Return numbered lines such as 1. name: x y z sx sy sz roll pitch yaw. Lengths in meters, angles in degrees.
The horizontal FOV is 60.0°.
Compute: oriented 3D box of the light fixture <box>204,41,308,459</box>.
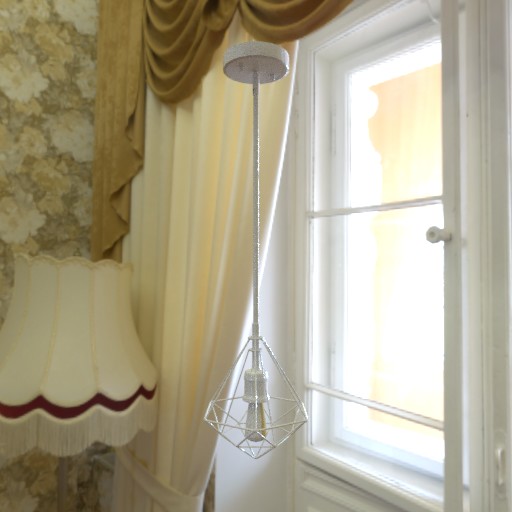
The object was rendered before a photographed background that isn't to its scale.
1. light fixture: 0.000 0.000 1.951 0.431 1.764 0.487 0 -2 0
